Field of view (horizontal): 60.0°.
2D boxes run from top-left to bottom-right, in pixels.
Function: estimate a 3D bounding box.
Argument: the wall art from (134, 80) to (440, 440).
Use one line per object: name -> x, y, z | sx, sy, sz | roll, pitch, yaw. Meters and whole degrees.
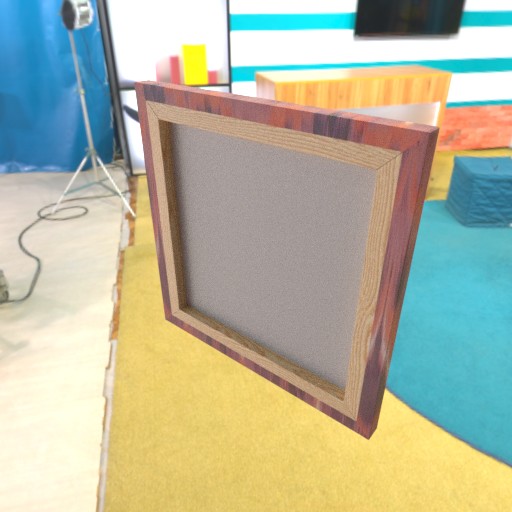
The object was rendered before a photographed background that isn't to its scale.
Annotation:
wall art -> 0.000, 0.000, 0.898 | 0.603, 0.609, 0.037 | 22, 37, 33
